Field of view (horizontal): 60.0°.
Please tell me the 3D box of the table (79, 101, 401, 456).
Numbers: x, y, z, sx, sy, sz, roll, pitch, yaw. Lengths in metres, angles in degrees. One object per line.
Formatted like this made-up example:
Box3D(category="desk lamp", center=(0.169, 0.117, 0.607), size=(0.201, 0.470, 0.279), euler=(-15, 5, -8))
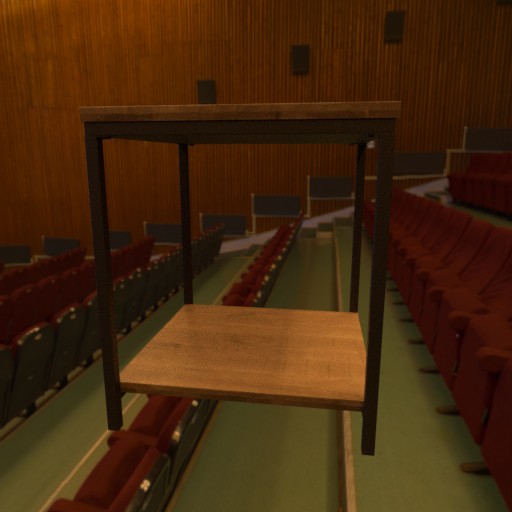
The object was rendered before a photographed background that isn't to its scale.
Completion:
Box3D(category="table", center=(0.000, 0.000, 0.989), size=(0.503, 0.589, 0.507), euler=(2, 13, 8))
